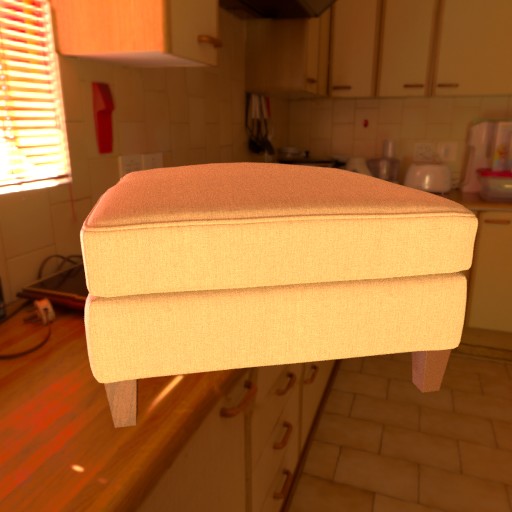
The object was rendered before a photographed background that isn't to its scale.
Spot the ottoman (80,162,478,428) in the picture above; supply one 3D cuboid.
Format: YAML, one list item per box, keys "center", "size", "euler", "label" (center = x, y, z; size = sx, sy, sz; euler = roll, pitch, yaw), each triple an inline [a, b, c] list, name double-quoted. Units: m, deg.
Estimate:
- center: [0.000, 0.000, 1.305]
  size: [0.838, 0.503, 0.838]
  euler: [-3, 17, -10]
  label: "ottoman"
